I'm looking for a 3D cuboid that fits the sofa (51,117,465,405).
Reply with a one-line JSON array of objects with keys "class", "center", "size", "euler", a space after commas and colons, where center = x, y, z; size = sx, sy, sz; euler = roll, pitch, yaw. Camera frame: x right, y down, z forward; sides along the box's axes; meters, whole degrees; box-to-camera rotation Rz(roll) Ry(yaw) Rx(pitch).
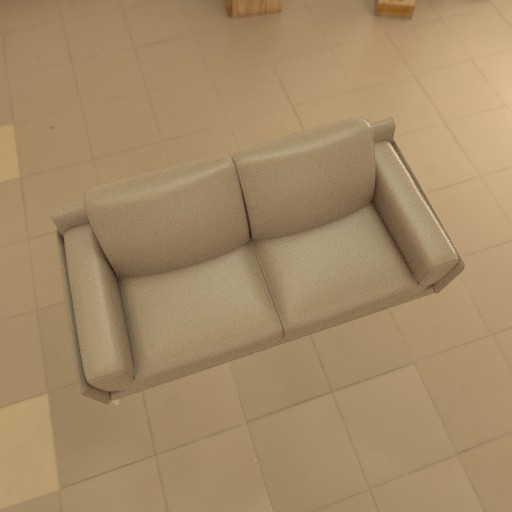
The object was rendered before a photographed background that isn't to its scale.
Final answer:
[{"class": "sofa", "center": [0.000, 0.000, 2.527], "size": [2.101, 0.930, 1.049], "euler": [-17, 66, -8]}]
